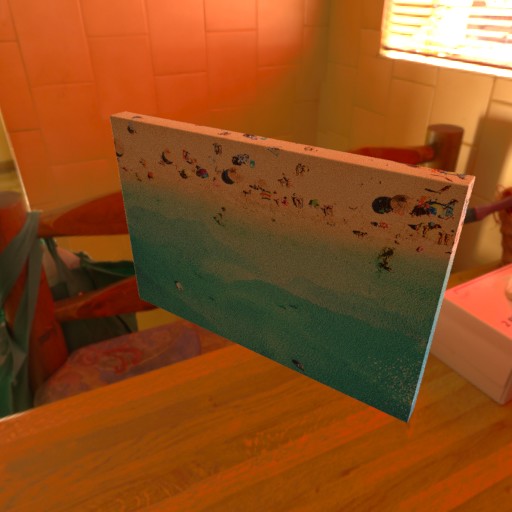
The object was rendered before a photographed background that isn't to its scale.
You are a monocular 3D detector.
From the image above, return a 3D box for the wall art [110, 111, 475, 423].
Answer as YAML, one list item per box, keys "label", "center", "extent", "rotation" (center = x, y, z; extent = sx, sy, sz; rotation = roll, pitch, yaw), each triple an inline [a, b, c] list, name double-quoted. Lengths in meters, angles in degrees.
- label: "wall art"
  center: [0.000, 0.000, 0.768]
  extent: [0.609, 0.406, 0.039]
  rotation: [19, 36, 29]
